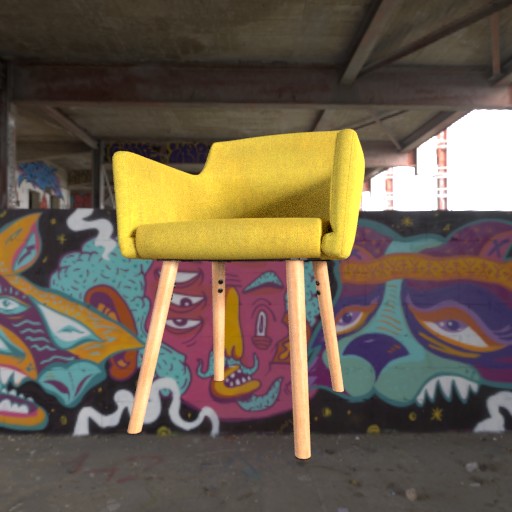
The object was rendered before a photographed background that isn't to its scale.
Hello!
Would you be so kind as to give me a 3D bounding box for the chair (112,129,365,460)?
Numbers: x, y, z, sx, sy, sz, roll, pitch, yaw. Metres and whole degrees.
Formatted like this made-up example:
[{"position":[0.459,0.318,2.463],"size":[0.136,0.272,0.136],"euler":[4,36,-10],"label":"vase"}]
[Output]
[{"position":[0.000,0.000,1.170],"size":[0.570,0.780,0.570],"euler":[0,-1,19],"label":"chair"}]
